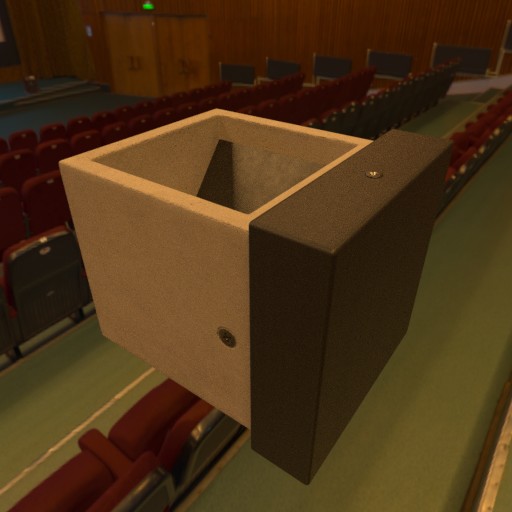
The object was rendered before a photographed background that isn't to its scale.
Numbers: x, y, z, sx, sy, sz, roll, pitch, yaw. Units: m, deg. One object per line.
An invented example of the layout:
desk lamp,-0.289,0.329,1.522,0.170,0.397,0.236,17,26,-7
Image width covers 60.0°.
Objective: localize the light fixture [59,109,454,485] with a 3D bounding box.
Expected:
light fixture,0.000,0.000,0.234,0.143,0.121,0.121,22,39,30
